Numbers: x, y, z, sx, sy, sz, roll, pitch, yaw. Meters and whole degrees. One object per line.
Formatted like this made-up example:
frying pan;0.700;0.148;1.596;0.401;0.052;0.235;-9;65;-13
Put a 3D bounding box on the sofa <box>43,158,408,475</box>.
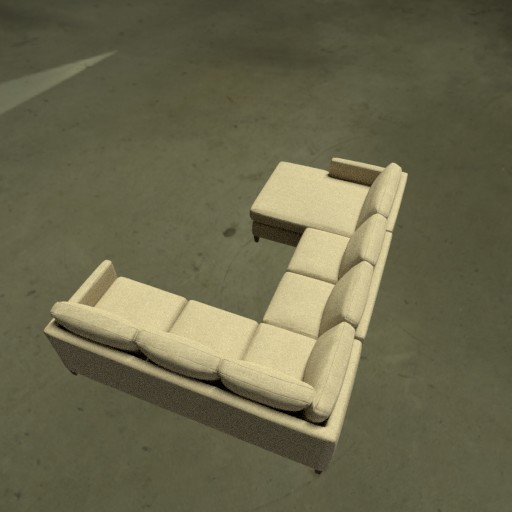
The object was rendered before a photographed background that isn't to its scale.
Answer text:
sofa;0.000;0.000;4.703;2.593;0.959;3.460;16;49;15
